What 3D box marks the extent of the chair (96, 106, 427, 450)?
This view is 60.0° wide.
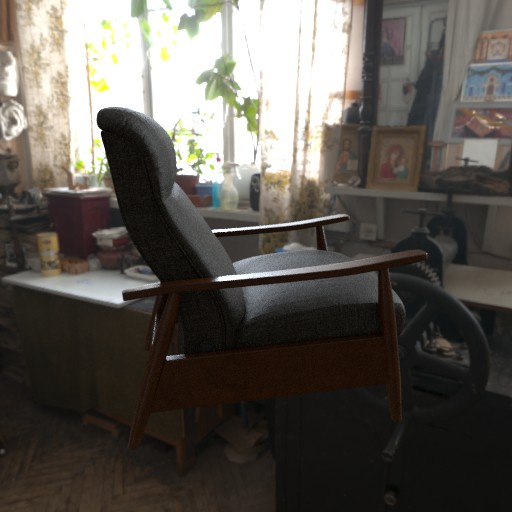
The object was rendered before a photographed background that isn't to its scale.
[{"bbox_3d":[0.000,0.000,1.737,1.014,1.082,0.762,-2,15,-9],"label":"chair"}]
